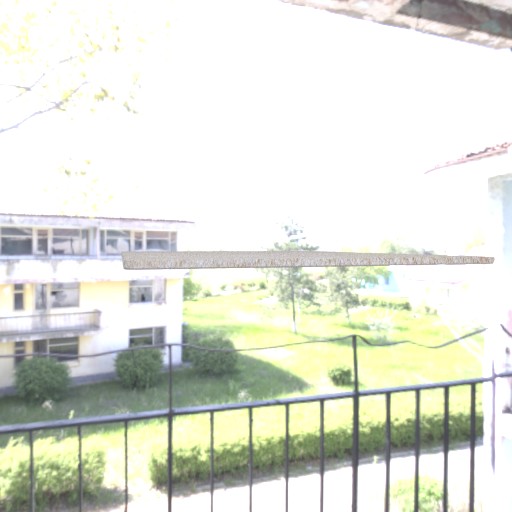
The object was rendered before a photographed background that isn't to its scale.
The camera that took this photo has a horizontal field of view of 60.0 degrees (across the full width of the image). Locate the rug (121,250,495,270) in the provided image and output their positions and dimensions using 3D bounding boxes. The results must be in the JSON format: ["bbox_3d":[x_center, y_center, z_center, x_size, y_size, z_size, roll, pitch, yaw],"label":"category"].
[{"bbox_3d":[0.000,0.000,2.067,1.199,0.025,1.600,0,2,-17],"label":"rug"}]
